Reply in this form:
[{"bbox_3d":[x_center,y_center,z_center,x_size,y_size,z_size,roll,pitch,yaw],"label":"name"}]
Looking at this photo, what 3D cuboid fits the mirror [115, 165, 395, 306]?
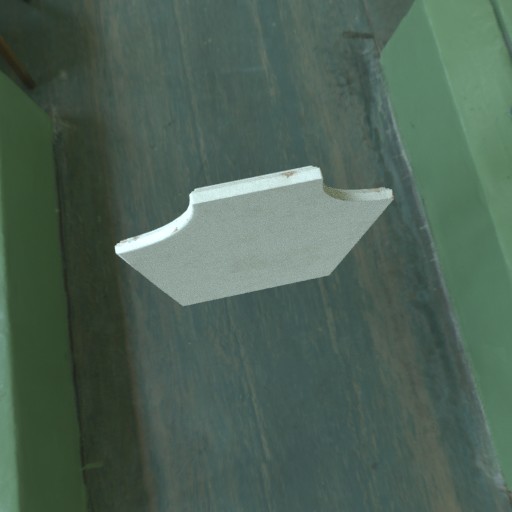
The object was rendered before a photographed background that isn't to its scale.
[{"bbox_3d":[0.000,0.000,0.849,0.403,0.717,0.022,-12,77,-3],"label":"mirror"}]
